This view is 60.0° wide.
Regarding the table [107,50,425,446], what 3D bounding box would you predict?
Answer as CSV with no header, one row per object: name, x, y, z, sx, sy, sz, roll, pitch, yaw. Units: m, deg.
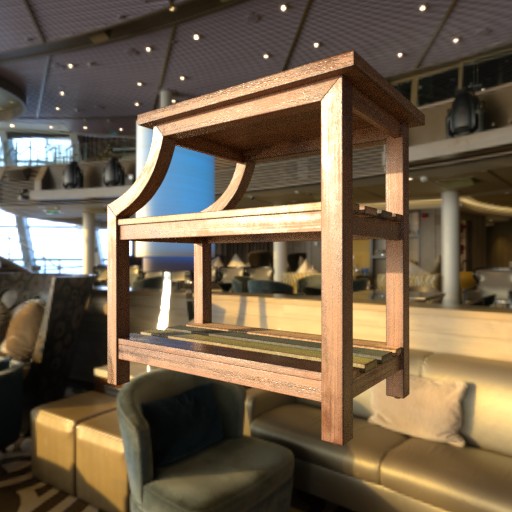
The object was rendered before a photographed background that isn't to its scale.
table,0.000,0.000,0.954,0.609,0.584,0.356,0,-1,36
